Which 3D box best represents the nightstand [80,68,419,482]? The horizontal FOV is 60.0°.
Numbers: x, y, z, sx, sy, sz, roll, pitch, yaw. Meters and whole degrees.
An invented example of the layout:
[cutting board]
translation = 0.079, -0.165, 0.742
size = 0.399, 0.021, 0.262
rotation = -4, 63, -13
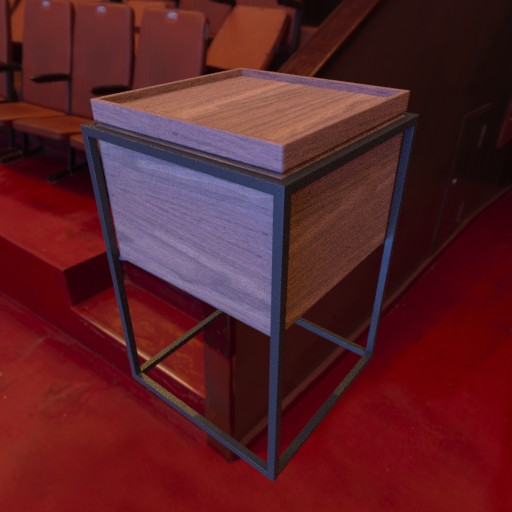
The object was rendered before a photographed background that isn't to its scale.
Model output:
[nightstand]
translation = 0.000, 0.000, 0.868
size = 0.397, 0.607, 0.397
rotation = 23, 39, 32
